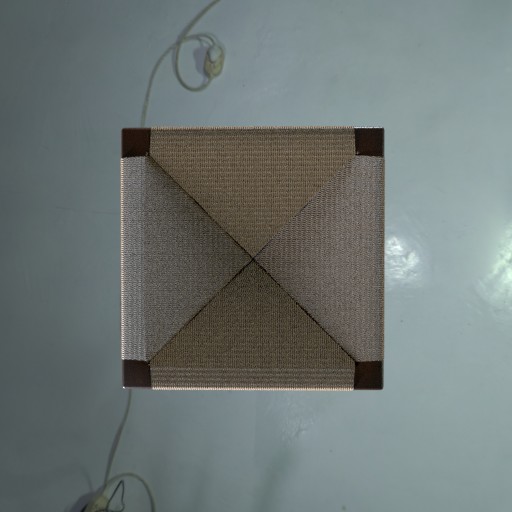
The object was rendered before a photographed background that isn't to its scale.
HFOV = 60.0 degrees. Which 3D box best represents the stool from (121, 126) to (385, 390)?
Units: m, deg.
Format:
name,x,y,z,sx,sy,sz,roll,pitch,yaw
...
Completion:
name,x,y,z,sx,sy,sz,roll,pitch,yaw
stool,0.000,0.000,1.096,0.497,0.762,0.507,0,91,1
